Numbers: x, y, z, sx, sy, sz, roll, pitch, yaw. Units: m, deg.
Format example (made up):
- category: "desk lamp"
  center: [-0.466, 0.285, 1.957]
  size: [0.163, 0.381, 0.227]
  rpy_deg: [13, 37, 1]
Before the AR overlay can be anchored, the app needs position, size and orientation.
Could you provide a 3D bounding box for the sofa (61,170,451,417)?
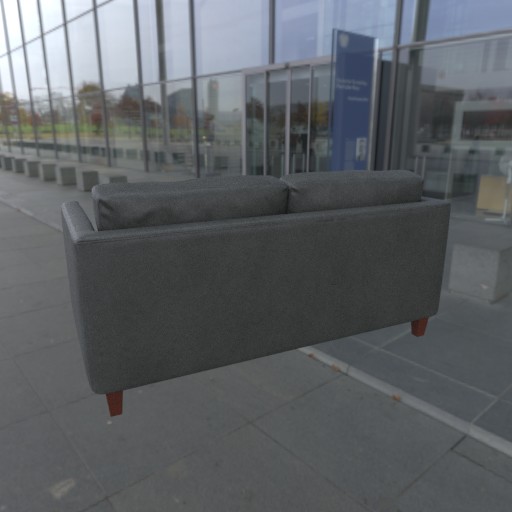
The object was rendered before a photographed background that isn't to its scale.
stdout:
- category: "sofa"
  center: [0.000, 0.000, 2.422]
  size: [1.883, 0.933, 0.951]
  rpy_deg: [-8, 18, -25]
